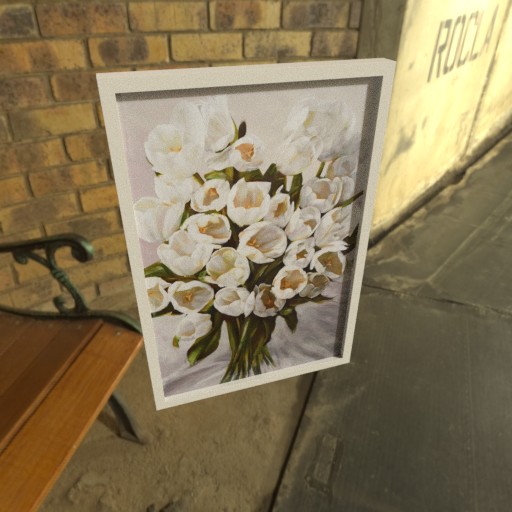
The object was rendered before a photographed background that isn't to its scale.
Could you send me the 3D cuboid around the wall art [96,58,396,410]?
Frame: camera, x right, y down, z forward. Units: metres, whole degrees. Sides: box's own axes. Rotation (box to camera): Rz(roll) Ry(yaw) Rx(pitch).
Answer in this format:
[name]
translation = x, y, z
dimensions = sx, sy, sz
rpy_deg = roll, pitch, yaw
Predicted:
[wall art]
translation = 0.000, 0.000, 0.827
dimensions = 0.450, 0.657, 0.038
rpy_deg = -10, 34, -15
